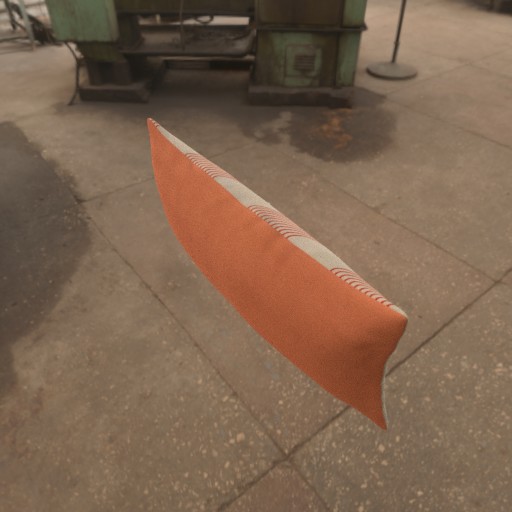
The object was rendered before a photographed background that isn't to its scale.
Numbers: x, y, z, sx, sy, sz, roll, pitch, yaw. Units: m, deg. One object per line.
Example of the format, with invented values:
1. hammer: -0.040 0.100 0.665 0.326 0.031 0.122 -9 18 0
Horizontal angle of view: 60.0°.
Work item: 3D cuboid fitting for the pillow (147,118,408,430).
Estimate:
1. pillow: 0.000 0.000 0.743 0.156 0.292 0.608 -25 47 -26
